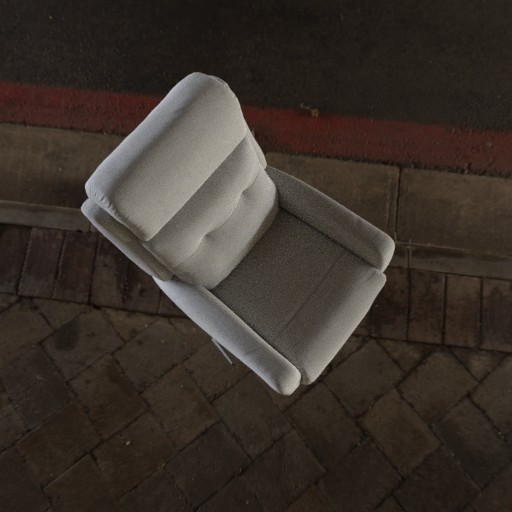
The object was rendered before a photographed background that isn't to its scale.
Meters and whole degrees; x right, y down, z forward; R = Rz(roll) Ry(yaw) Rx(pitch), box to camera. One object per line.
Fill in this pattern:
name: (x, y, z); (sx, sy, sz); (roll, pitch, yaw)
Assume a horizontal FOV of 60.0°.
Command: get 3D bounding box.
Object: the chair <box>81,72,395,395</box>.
chair: (0.000, 0.000, 1.803); (1.043, 1.013, 0.798); (38, 79, 9)
